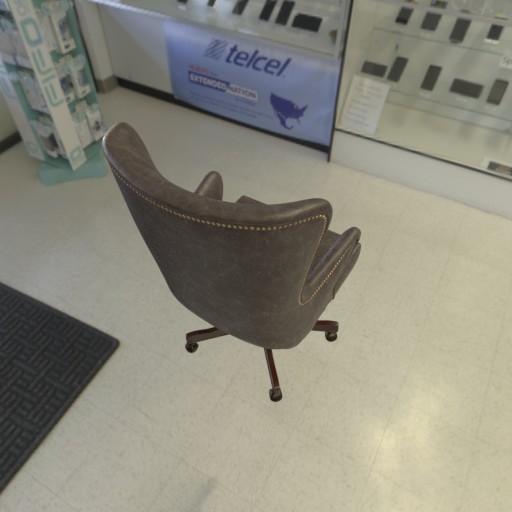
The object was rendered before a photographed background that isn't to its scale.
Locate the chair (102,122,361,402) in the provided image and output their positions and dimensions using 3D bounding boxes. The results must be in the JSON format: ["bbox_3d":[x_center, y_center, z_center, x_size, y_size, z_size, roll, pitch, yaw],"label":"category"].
[{"bbox_3d":[0.000,0.000,1.477,0.594,1.037,0.717,25,52,21],"label":"chair"}]
